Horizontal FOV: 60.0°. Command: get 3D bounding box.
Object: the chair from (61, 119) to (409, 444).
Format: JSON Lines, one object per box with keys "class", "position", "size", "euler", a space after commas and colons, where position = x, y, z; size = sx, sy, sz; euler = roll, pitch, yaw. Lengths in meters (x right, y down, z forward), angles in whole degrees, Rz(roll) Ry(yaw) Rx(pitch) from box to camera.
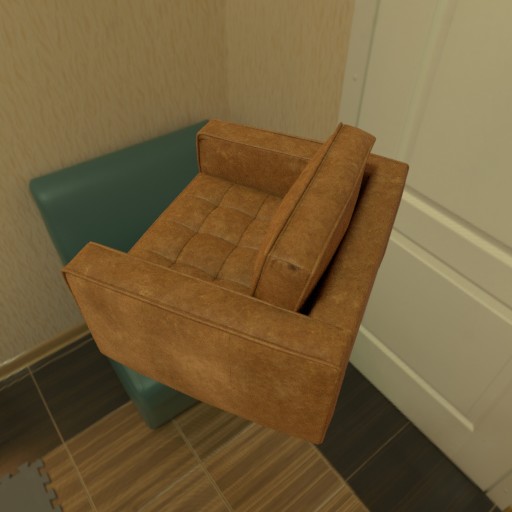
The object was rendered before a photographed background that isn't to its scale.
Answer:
{"class": "chair", "position": [0.000, 0.000, 1.511], "size": [0.798, 0.767, 0.928], "euler": [17, 49, 16]}
